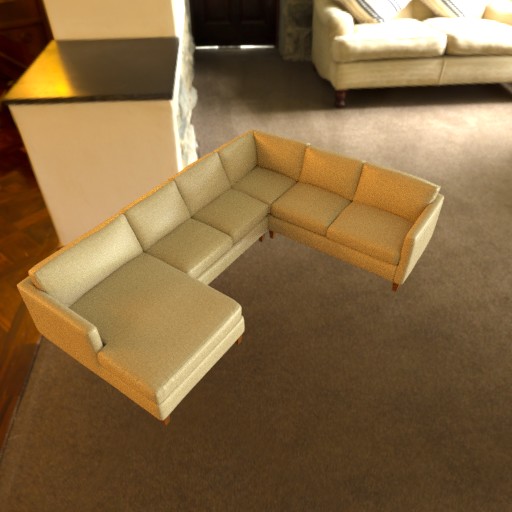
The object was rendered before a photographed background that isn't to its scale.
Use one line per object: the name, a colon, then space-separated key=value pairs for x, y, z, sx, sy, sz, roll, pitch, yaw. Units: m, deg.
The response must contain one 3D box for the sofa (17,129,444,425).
sofa: x=0.000 y=0.000 z=4.396 sx=2.594 sy=0.961 sz=3.460 roll=25 pitch=47 yaw=25
